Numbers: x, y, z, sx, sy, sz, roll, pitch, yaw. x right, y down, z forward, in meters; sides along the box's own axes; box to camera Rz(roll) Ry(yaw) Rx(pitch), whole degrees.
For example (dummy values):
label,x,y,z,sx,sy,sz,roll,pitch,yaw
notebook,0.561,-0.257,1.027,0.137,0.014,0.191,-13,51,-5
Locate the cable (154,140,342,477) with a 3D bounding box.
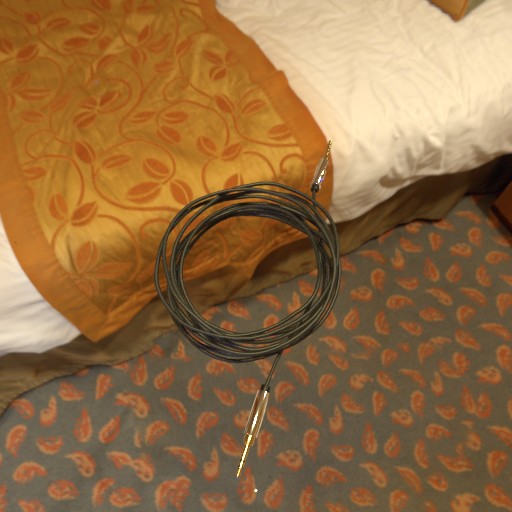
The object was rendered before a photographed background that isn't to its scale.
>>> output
label,x,y,z,sx,sy,sz,roll,pitch,yaw
cable,0.000,0.000,0.497,0.198,0.069,0.432,16,63,8
